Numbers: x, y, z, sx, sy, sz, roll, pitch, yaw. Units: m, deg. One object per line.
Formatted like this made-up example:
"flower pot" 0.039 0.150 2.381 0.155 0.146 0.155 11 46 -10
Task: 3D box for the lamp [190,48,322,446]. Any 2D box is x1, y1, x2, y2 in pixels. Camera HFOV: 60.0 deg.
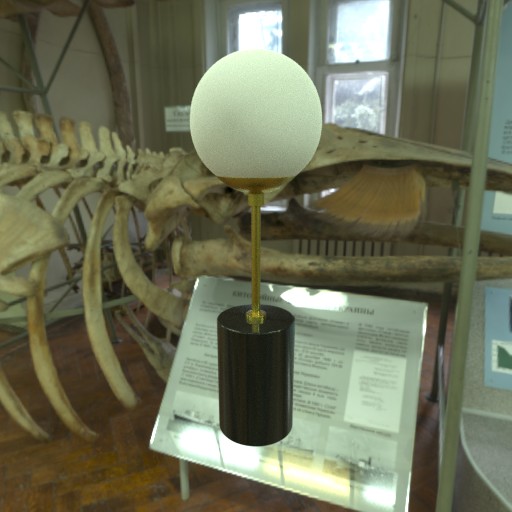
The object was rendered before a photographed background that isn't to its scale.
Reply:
"lamp" 0.000 0.000 0.559 0.153 0.480 0.153 0 14 0
